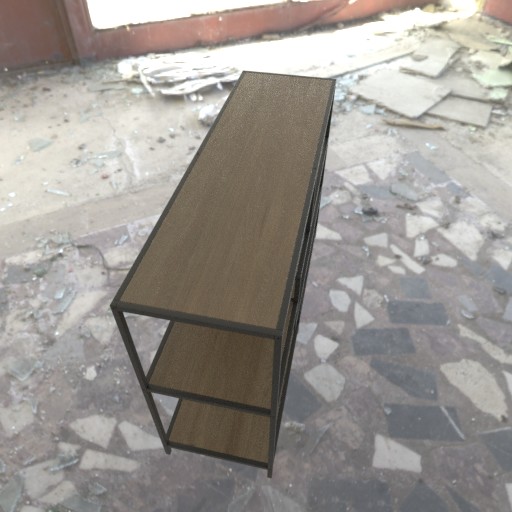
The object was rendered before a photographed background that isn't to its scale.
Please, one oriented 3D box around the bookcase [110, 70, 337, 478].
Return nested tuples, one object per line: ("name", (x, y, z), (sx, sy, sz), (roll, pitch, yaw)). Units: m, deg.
("bookcase", (0.000, 0.000, 1.525), (0.350, 0.780, 1.140), (9, 46, 9))
